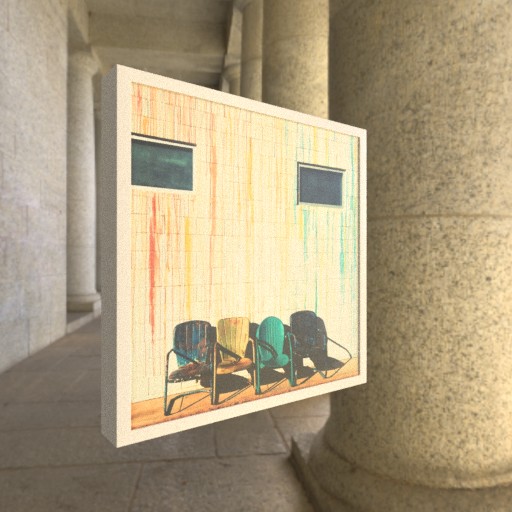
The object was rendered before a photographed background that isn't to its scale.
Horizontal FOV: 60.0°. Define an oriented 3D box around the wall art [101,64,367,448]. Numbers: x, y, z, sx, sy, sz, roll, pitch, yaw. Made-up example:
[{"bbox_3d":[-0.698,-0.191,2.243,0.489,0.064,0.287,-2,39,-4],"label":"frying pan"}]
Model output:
[{"bbox_3d":[0.000,0.000,0.458,0.305,0.305,0.038,0,0,-37],"label":"wall art"}]
